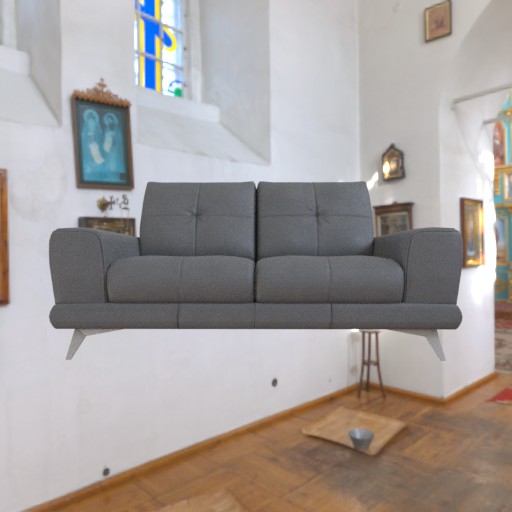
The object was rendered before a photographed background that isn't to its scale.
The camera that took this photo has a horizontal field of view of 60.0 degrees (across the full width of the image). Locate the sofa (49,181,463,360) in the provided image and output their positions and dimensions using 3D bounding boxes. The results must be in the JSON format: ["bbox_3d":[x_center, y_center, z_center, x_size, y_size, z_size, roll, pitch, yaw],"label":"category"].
[{"bbox_3d":[0.000,0.000,2.367,1.806,0.907,1.018,0,-1,1],"label":"sofa"}]
